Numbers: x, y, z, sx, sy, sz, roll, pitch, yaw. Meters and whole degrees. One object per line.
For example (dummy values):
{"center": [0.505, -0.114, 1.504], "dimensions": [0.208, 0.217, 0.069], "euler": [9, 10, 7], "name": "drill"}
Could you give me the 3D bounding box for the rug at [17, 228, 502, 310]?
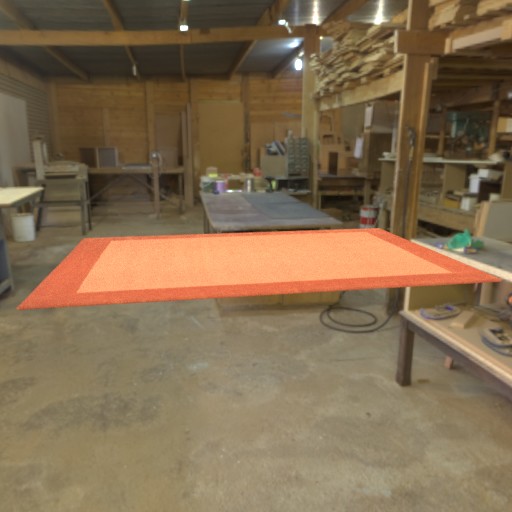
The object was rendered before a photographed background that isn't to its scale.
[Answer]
{"center": [0.000, 0.000, 2.911], "dimensions": [2.438, 0.014, 1.524], "euler": [-2, 14, -10], "name": "rug"}
